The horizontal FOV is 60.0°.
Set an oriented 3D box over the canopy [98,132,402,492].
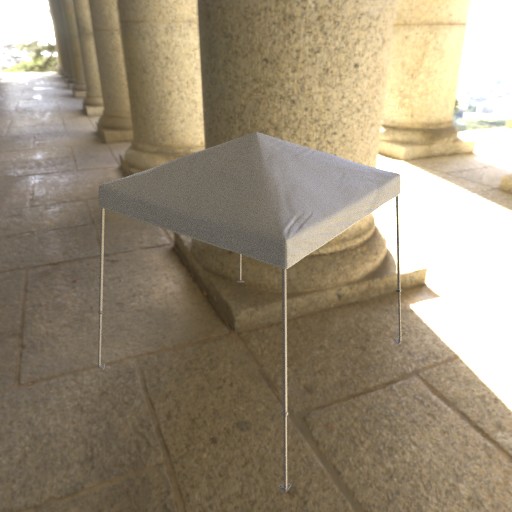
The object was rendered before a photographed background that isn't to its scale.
[{"bbox_3d":[0.000,0.000,6.580,3.599,3.600,3.600,18,31,33],"label":"canopy"}]
